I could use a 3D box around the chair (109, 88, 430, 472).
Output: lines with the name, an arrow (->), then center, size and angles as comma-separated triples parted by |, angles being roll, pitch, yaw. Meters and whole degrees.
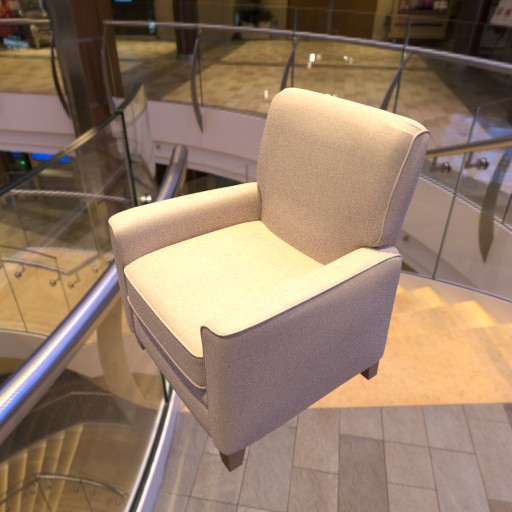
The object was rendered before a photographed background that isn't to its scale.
chair -> 0.000, 0.000, 1.630 | 0.858, 1.023, 0.841 | -21, 38, -30
